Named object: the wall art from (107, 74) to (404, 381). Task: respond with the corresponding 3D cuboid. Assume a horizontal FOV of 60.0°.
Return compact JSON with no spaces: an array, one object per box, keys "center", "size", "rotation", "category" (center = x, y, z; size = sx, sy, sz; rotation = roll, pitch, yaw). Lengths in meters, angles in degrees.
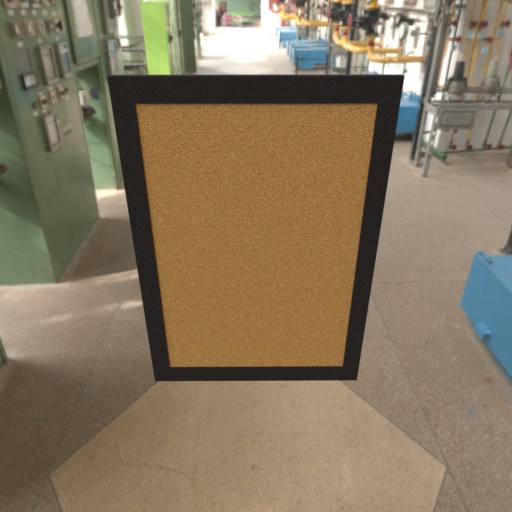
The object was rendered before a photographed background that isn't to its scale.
[{"center":[0.000,0.000,0.693],"size":[0.374,0.529,0.012],"rotation":[0,30,0],"category":"wall art"}]
